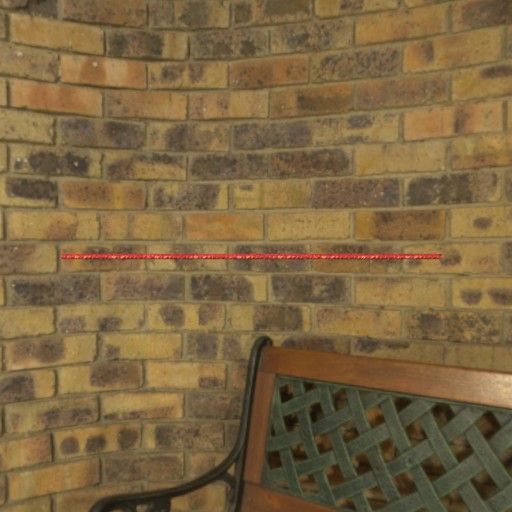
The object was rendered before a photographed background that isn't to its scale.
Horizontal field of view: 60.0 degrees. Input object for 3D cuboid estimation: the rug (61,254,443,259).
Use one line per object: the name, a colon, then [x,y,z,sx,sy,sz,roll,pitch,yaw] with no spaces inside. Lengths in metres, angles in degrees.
rug: [0.000,0.000,2.316,1.230,0.018,1.835,0,0,2]
